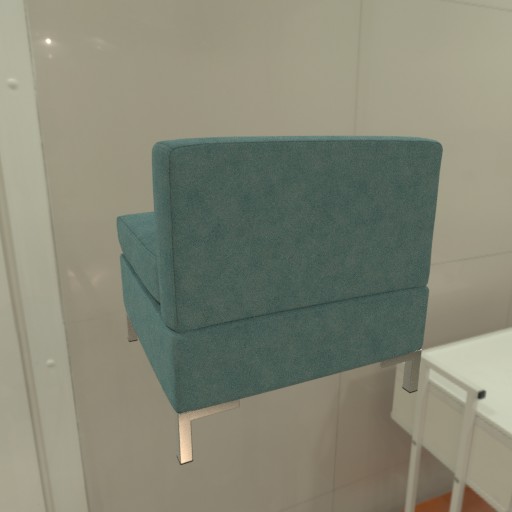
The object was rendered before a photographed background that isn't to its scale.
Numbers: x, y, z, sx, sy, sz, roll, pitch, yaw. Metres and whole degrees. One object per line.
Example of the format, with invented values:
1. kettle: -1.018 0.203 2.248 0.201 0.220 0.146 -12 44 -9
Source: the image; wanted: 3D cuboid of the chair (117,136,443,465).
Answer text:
1. chair: 0.000 0.000 1.253 0.684 0.660 0.685 -7 17 -24
